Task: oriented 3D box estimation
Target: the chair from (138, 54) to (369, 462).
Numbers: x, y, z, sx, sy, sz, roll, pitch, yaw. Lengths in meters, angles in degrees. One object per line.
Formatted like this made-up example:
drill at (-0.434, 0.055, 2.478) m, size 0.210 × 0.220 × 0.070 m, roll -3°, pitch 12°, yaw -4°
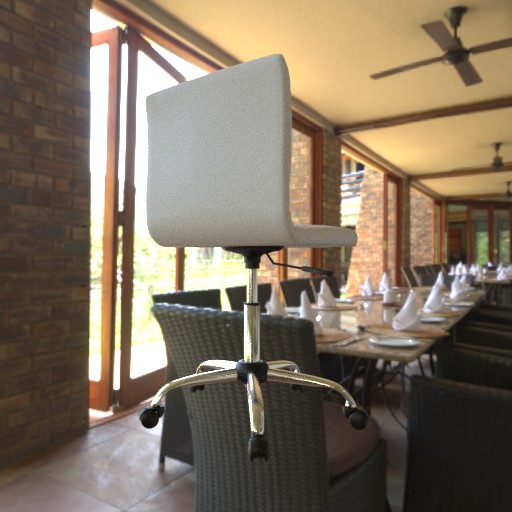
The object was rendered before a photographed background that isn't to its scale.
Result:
chair at (0.000, 0.000, 1.060) m, size 0.520 × 0.750 × 0.455 m, roll 0°, pitch -1°, yaw 35°
